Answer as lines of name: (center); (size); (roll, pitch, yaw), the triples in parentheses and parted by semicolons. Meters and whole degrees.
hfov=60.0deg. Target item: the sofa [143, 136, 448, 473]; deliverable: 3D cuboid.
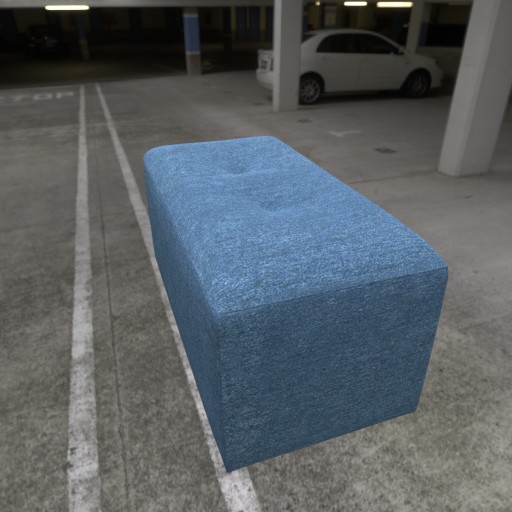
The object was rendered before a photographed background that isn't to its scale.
sofa: (0.000, 0.000, 1.229); (0.480, 0.470, 0.930); (-10, 31, -17)
